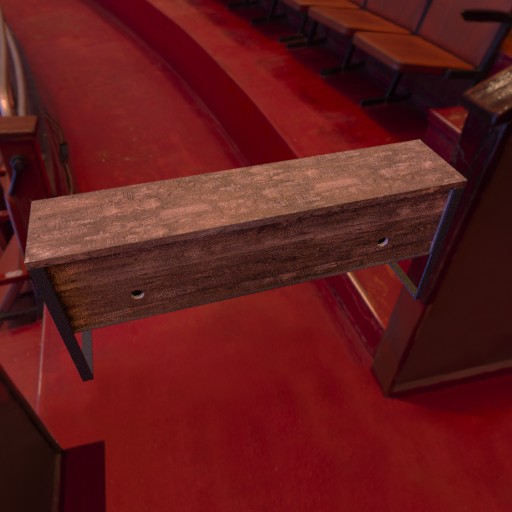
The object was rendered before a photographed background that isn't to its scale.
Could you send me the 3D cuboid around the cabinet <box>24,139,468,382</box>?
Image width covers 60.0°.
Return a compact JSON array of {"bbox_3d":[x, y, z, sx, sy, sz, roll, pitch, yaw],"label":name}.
[{"bbox_3d":[0.000,0.000,2.127,1.800,0.762,0.395,-12,44,-12],"label":"cabinet"}]
